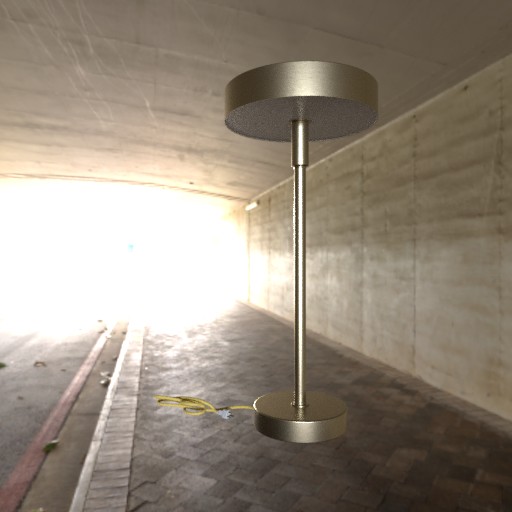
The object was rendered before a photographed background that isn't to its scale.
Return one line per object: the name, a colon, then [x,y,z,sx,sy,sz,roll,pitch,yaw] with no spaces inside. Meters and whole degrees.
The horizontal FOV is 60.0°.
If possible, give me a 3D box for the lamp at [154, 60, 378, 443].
lamp: [0.000,0.000,0.693,0.369,0.508,0.229,0,0,19]
